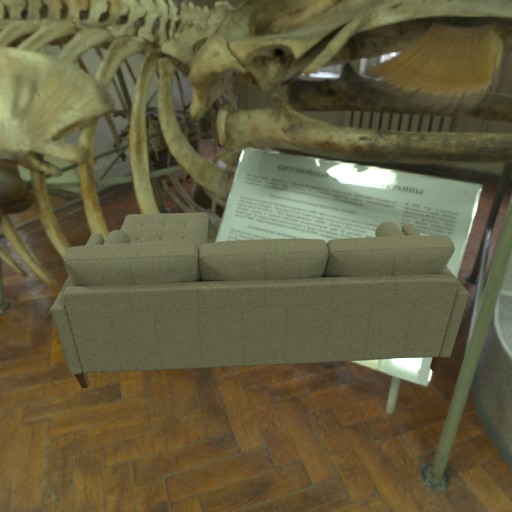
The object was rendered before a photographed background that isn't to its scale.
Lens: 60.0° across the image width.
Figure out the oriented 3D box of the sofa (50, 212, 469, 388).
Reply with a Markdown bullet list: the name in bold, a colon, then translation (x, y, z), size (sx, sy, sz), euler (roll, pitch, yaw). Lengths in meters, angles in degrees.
- **sofa**: translation (0.000, 0.000, 3.001), size (2.178, 0.875, 1.506), euler (-2, 30, -3)
